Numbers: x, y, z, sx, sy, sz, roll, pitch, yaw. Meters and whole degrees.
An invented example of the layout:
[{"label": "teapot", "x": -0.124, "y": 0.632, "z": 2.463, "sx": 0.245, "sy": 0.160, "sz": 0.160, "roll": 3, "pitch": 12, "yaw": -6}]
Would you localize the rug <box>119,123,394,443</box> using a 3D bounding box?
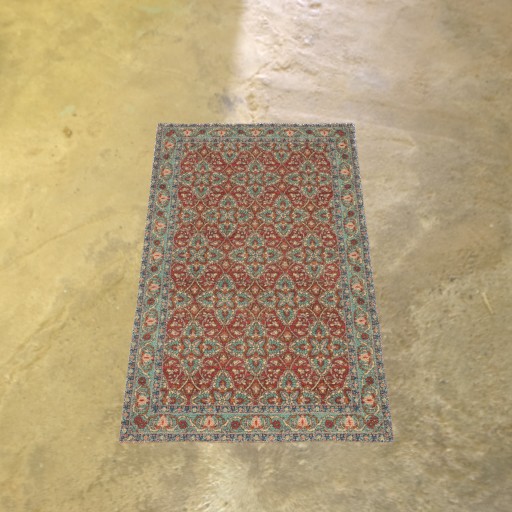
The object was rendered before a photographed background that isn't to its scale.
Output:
[{"label": "rug", "x": 0.000, "y": 0.000, "z": 2.350, "sx": 1.219, "sy": 0.009, "sz": 1.829, "roll": 0, "pitch": 64, "yaw": 0}]
